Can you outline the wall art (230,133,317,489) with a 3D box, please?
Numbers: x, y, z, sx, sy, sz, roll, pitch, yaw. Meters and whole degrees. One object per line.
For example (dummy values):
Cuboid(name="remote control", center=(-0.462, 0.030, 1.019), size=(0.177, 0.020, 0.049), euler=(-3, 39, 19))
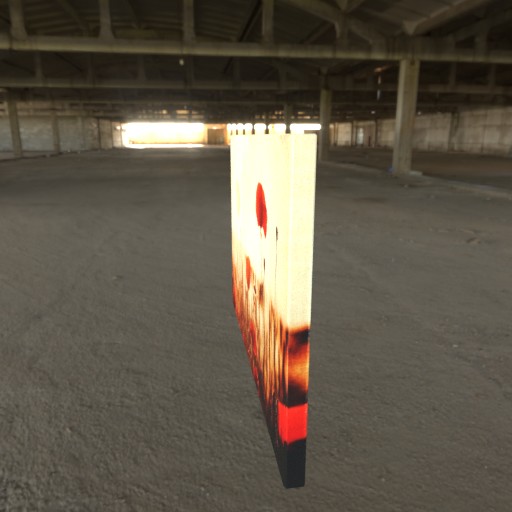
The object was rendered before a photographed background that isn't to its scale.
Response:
Cuboid(name="wall art", center=(0.000, 0.000, 1.139), size=(0.038, 0.602, 0.918), euler=(-2, 15, -8))
